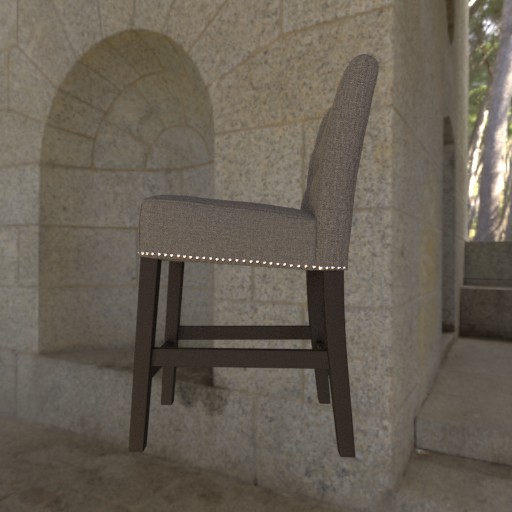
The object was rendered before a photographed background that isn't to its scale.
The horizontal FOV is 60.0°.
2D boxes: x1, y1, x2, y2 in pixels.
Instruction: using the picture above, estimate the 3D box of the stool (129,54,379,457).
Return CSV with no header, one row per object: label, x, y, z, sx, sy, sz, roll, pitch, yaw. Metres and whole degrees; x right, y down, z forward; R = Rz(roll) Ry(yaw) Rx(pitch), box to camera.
stool,0.000,0.000,1.167,0.571,0.885,0.427,0,0,0
